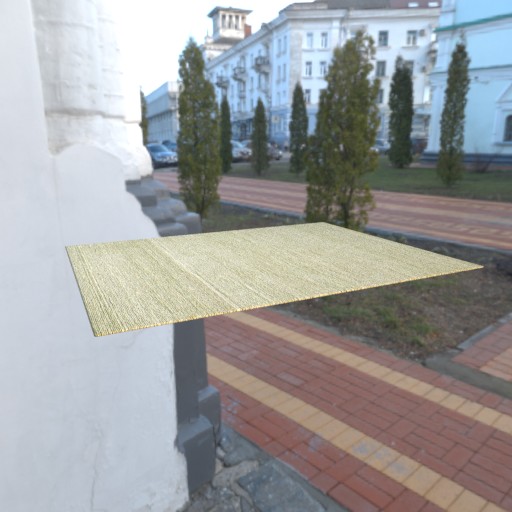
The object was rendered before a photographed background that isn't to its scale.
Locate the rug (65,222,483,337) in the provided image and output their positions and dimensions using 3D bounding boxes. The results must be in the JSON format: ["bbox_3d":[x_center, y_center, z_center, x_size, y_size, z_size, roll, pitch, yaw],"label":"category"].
[{"bbox_3d":[0.000,0.000,4.204,3.198,0.016,2.425,-7,16,-25],"label":"rug"}]
